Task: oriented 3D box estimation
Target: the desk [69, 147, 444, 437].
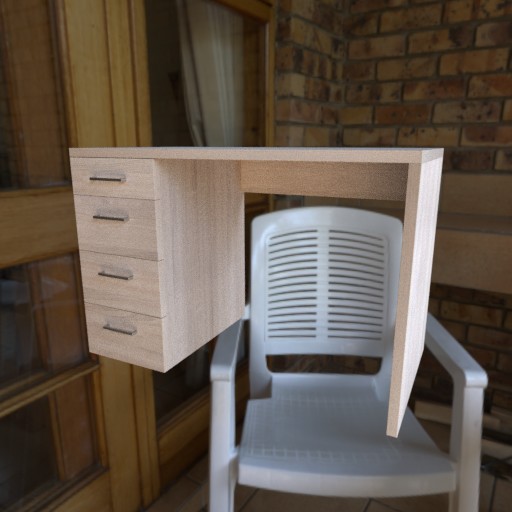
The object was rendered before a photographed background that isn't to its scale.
[{"bbox_3d":[0.000,0.000,1.546,1.100,0.731,0.600,7,16,26],"label":"desk"}]
